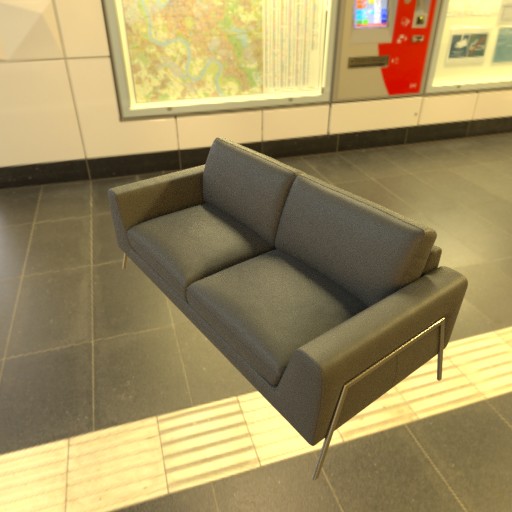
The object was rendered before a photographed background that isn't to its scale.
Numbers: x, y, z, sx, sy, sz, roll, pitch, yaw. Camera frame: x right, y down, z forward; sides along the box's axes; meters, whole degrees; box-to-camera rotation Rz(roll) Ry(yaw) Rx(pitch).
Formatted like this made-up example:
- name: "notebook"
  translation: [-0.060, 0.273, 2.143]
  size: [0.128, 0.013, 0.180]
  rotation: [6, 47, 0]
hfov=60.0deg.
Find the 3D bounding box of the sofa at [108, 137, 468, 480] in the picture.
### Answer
- name: "sofa"
  translation: [0.000, 0.000, 2.545]
  size: [0.953, 0.875, 2.017]
  rotation: [-22, 38, -31]
